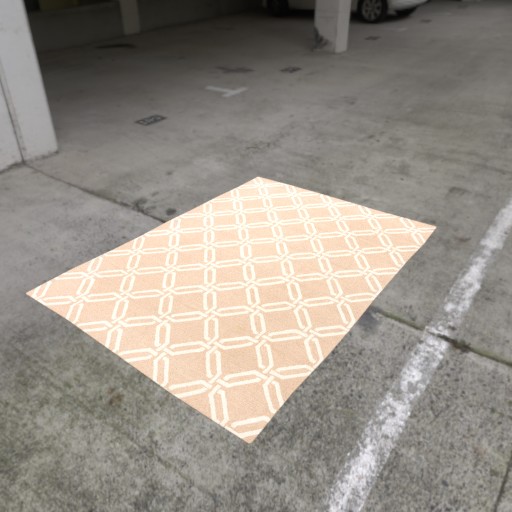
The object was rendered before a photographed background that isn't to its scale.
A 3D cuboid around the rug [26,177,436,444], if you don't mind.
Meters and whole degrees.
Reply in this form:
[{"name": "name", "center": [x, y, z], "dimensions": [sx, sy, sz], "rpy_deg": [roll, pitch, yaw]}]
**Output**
[{"name": "rug", "center": [0.000, 0.000, 4.309], "dimensions": [2.452, 0.020, 3.365], "rpy_deg": [22, 38, 31]}]
